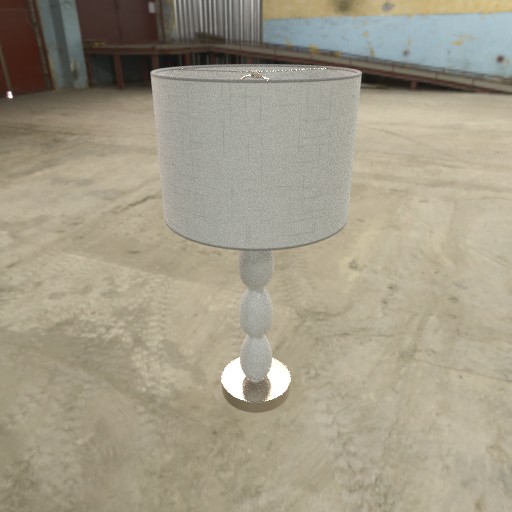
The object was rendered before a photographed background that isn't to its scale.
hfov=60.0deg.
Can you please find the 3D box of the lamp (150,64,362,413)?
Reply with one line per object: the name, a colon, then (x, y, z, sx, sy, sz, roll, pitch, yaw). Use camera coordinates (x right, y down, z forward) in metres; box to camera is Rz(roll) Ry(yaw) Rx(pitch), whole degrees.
lamp: (0.000, 0.000, 0.722, 0.280, 0.559, 0.282, -18, 32, -32)
